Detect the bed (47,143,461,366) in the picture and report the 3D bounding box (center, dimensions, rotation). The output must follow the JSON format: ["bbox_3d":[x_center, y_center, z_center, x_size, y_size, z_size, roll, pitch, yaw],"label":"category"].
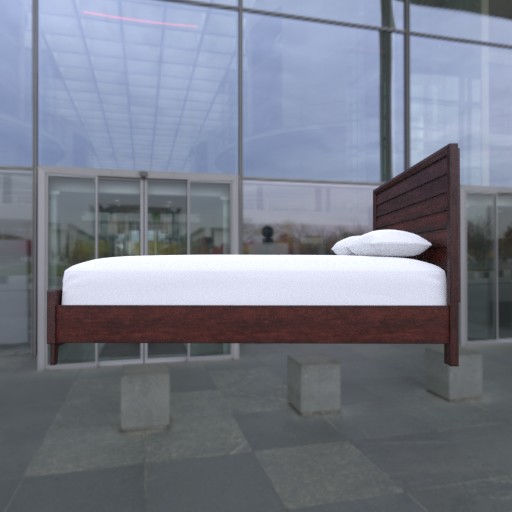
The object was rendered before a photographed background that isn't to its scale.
[{"bbox_3d":[0.000,0.000,3.988,2.803,1.492,2.040,0,0,1],"label":"bed"}]
